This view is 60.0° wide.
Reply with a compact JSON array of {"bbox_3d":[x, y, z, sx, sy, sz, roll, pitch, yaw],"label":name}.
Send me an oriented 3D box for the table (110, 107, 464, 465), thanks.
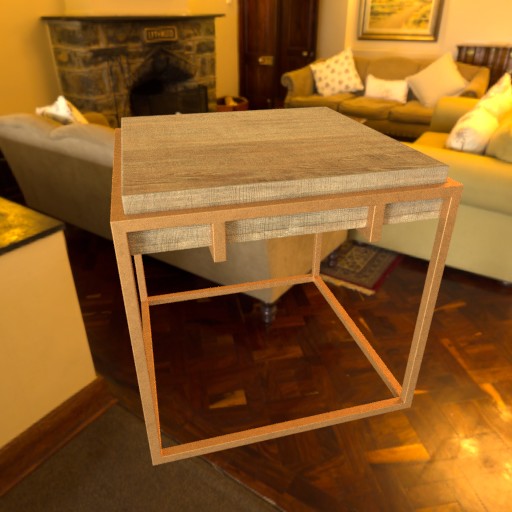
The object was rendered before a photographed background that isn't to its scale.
[{"bbox_3d":[0.000,0.000,1.094,0.599,0.584,0.599,-7,30,-13],"label":"table"}]
